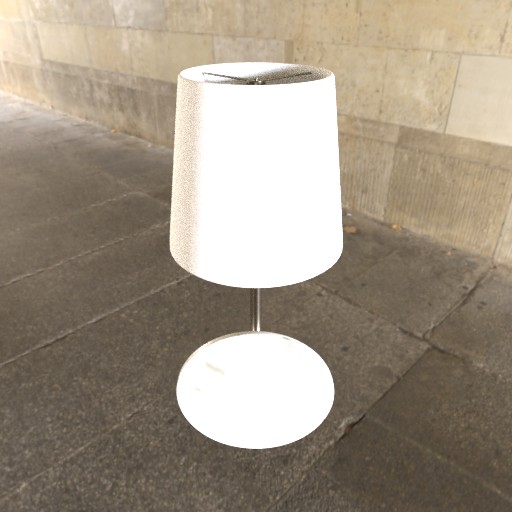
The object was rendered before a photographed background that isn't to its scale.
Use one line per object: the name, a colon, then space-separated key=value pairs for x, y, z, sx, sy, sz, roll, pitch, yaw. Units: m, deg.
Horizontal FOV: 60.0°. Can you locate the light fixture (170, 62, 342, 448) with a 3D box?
light fixture: x=0.000 y=0.000 z=0.439 sx=0.168 sy=0.337 sz=0.188 roll=0 pitch=30 yaw=0
